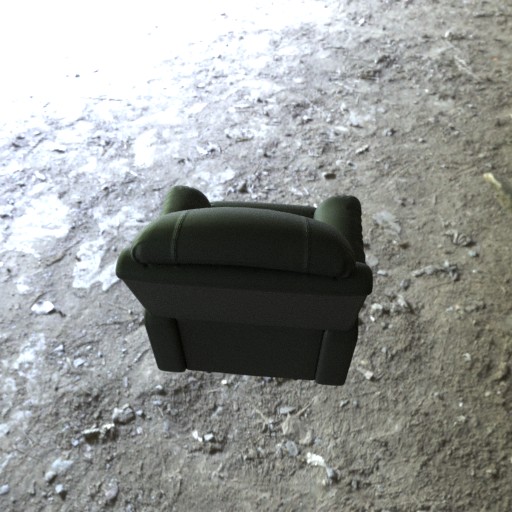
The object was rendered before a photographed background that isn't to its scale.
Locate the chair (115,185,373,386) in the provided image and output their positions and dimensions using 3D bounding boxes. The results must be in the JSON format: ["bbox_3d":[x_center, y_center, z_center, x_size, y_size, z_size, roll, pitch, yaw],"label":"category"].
[{"bbox_3d":[0.000,0.000,1.744,0.855,0.992,0.919,4,46,4],"label":"chair"}]
